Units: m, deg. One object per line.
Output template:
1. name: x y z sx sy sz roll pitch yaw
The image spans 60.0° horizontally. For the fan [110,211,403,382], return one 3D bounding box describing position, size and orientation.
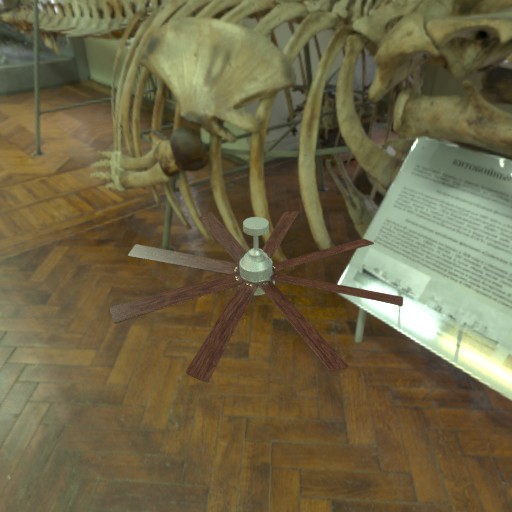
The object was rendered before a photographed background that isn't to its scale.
1. fan: 0.000 0.000 2.785 1.830 0.472 1.830 10 34 15
